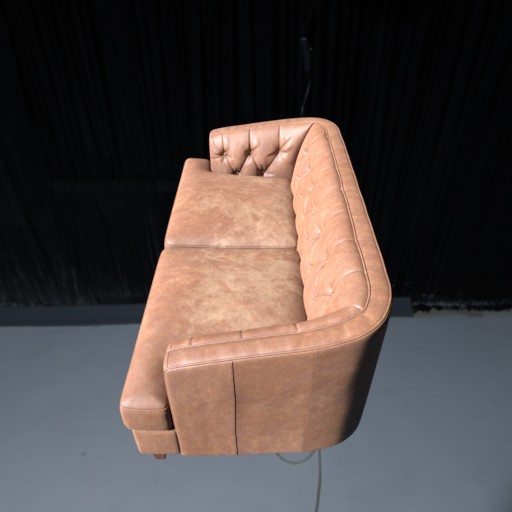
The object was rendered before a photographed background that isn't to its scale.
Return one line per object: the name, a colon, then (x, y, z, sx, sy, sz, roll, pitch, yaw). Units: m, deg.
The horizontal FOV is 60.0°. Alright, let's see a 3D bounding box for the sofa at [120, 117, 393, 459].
sofa: (0.000, 0.000, 2.169, 0.914, 0.786, 1.755, 0, 40, 0)
